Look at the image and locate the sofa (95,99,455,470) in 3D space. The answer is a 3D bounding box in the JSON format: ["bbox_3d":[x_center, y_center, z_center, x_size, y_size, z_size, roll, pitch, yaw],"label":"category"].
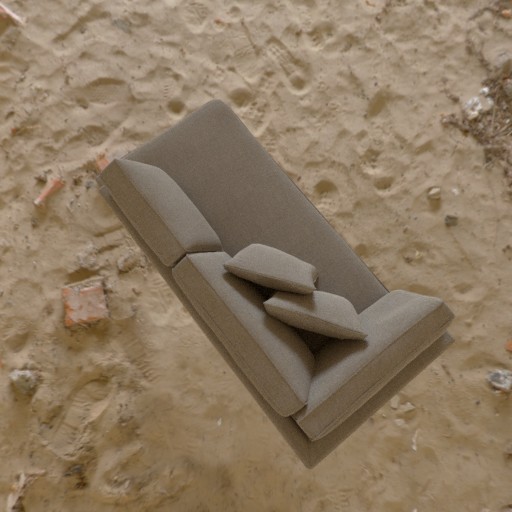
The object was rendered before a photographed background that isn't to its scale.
[{"bbox_3d":[0.000,0.000,2.846,1.110,1.019,2.238,-37,78,-9],"label":"sofa"}]
